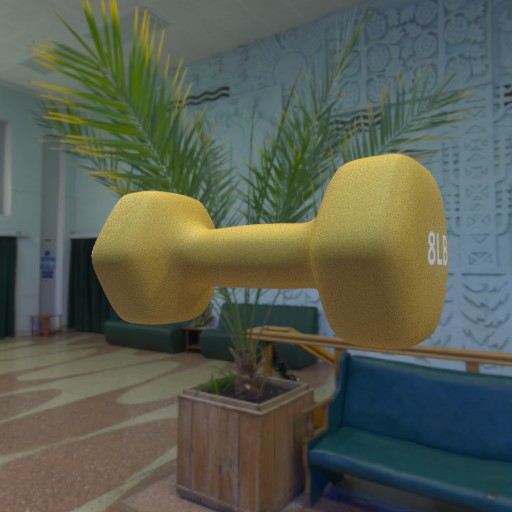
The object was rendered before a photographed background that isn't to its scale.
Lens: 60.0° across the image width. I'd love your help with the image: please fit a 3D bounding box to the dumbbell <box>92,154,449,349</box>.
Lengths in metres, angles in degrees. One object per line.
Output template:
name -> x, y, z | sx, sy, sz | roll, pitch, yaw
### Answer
dumbbell -> 0.000, 0.000, 0.241 | 0.190, 0.082, 0.090 | -1, -2, 35
